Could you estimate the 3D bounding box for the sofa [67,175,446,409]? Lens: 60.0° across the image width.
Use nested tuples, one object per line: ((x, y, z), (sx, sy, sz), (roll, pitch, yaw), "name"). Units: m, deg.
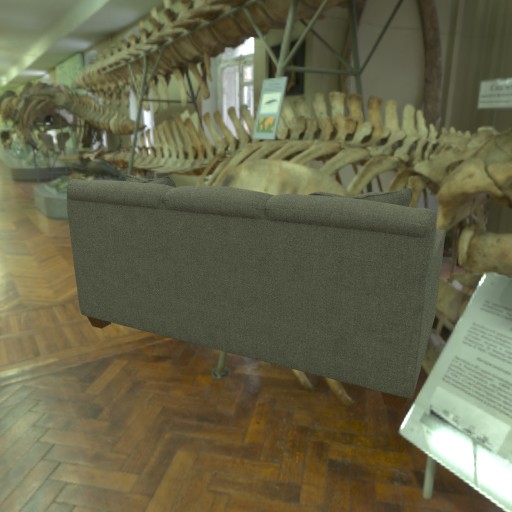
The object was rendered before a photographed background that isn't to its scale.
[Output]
((0.000, 0.000, 2.654), (2.024, 0.958, 0.997), (8, 19, 25), "sofa")
